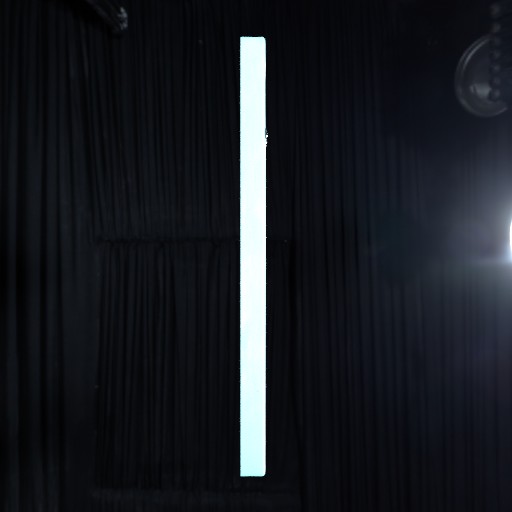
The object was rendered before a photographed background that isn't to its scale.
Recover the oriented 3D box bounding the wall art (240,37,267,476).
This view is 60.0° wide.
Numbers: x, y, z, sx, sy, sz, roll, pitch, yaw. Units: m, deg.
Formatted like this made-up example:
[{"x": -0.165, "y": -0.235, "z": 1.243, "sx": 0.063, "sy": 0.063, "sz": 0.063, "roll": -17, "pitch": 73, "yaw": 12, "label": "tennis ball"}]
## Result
[{"x": 0.000, "y": 0.000, "z": 1.614, "sx": 0.070, "sy": 1.073, "sz": 1.071, "roll": 0, "pitch": 0, "yaw": 0, "label": "wall art"}]
